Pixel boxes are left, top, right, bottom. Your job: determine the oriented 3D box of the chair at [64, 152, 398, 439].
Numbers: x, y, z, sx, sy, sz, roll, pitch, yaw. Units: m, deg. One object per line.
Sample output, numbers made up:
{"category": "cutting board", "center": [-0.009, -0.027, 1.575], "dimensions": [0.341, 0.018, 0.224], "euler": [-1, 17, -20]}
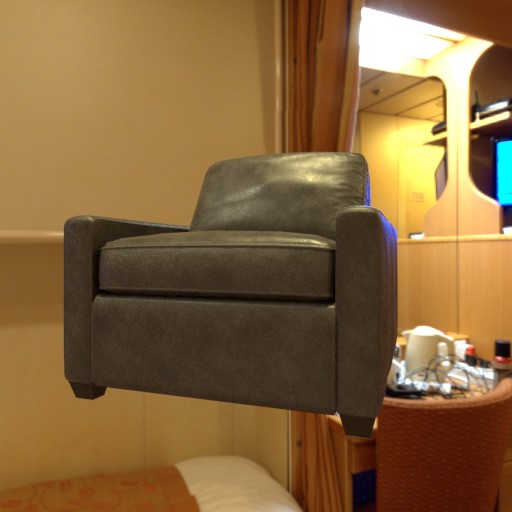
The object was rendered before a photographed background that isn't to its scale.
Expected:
{"category": "chair", "center": [0.000, 0.000, 1.685], "dimensions": [1.006, 0.916, 0.939], "euler": [0, 1, 20]}
